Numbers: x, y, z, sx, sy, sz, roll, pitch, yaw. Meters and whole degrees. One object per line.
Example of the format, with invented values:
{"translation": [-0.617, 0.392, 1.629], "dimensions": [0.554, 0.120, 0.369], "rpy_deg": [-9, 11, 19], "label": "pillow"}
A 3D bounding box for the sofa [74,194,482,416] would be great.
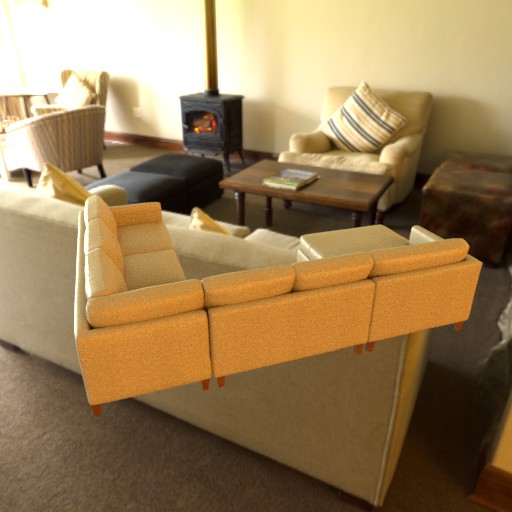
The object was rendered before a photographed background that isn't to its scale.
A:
{"translation": [0.000, 0.000, 4.640], "dimensions": [3.460, 0.961, 2.594], "rpy_deg": [-9, 28, -17], "label": "sofa"}
